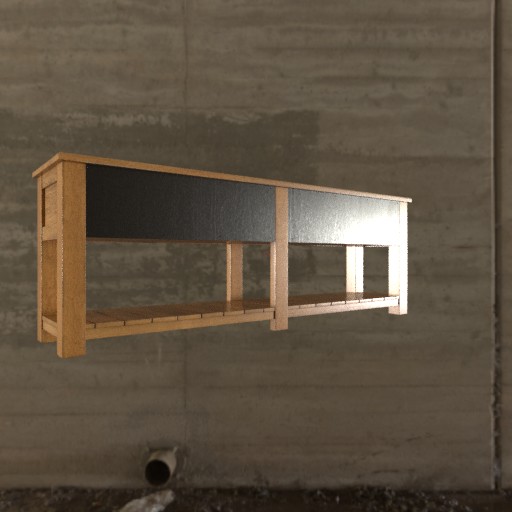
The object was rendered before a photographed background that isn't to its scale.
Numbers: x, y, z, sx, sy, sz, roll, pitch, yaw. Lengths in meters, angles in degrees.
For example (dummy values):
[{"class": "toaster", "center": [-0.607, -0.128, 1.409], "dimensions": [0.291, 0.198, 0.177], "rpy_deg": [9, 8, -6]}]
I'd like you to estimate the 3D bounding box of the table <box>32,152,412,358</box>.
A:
[{"class": "table", "center": [0.000, 0.000, 2.060], "dimensions": [1.815, 0.635, 0.425], "rpy_deg": [0, 0, -37]}]
